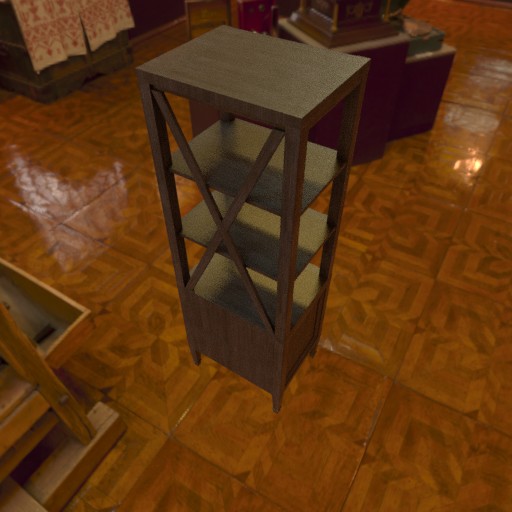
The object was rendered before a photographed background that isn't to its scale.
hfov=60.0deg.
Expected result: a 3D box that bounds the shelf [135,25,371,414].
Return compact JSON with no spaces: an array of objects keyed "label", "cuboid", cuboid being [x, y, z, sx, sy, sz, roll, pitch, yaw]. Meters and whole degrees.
[{"label":"shelf","cuboid":[0.000,0.000,2.008,0.584,1.727,0.472,25,50,22]}]
